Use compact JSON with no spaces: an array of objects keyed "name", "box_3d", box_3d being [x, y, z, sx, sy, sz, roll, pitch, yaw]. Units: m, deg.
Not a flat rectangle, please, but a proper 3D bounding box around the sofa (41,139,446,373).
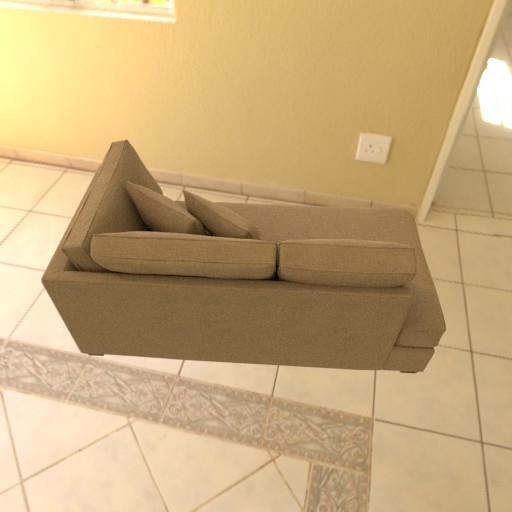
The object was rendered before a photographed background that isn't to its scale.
[{"name":"sofa","box_3d":[0.000,0.000,2.890,2.238,1.019,1.110,3,47,2]}]
